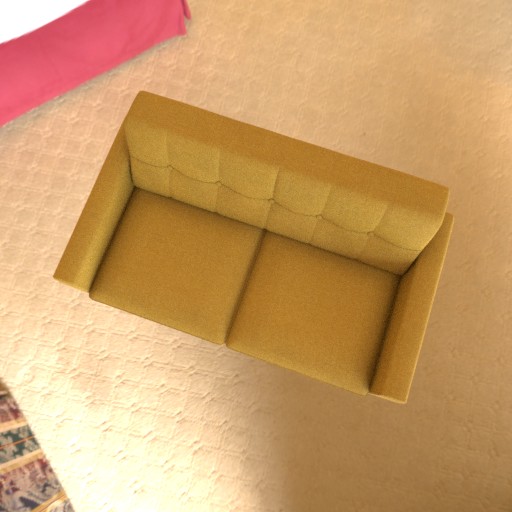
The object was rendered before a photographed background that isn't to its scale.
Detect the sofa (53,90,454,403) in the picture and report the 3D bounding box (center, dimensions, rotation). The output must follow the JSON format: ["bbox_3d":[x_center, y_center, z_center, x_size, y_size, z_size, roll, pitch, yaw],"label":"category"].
[{"bbox_3d":[0.000,0.000,2.135,1.631,0.841,0.909,19,78,4],"label":"sofa"}]
